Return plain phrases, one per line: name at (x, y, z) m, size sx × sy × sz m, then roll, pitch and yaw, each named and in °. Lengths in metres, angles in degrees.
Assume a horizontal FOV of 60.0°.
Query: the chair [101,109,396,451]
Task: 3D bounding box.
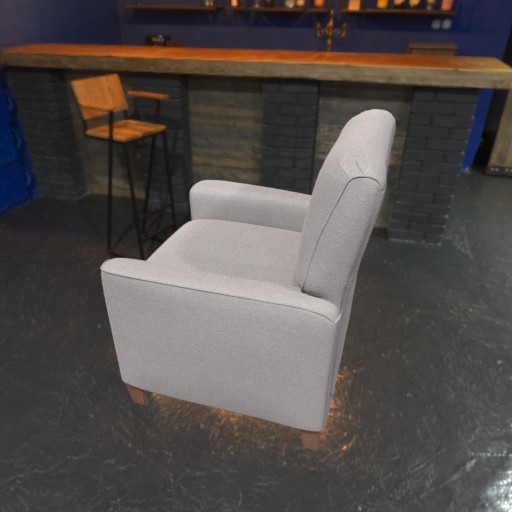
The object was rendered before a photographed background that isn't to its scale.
chair at (0.000, 0.000, 1.665) m, size 0.859 × 1.023 × 0.845 m, roll 9°, pitch 32°, yaw 15°
